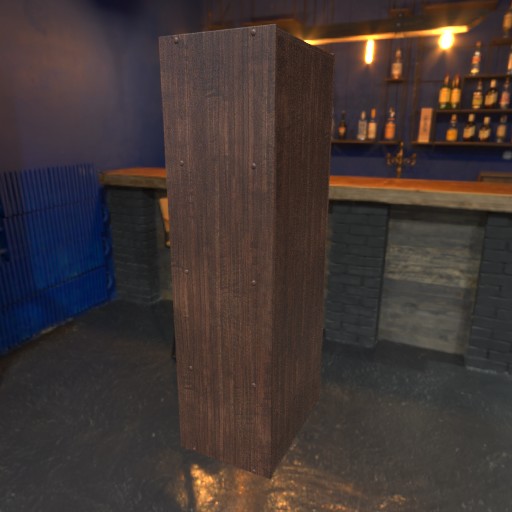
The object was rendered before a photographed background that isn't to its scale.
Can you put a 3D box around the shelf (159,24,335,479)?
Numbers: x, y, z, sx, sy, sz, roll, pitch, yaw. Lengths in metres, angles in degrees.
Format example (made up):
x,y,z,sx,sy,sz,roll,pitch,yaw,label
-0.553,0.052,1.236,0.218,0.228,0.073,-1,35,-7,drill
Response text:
x,y,z,sx,sy,sz,roll,pitch,yaw,label
0.000,0.000,1.269,0.290,1.099,0.415,8,18,25,shelf
